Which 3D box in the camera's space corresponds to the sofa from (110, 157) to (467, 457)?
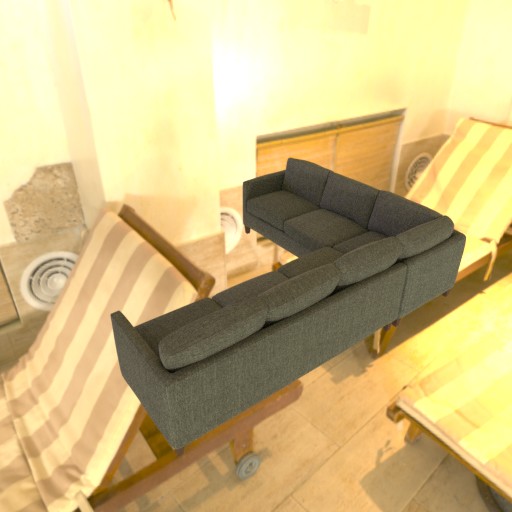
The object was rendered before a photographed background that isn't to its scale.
[{"bbox_3d":[0.000,0.000,4.481,3.302,0.947,2.593,-21,36,-31],"label":"sofa"}]
